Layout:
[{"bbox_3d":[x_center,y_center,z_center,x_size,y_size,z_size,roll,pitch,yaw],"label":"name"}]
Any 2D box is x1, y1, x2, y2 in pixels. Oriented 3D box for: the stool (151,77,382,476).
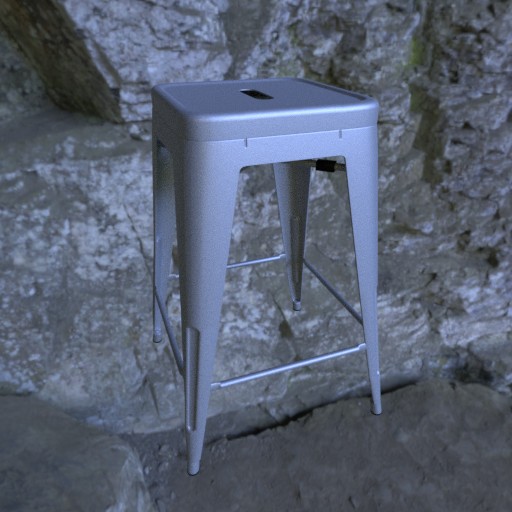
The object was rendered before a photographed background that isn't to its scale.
[{"bbox_3d":[0.000,0.000,0.865,0.406,0.610,0.406,-10,30,-18],"label":"stool"}]
